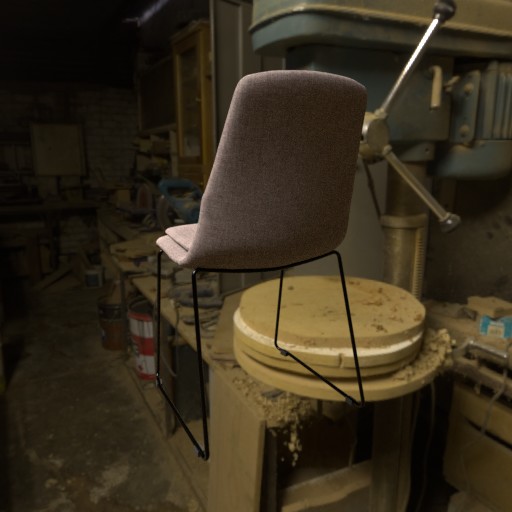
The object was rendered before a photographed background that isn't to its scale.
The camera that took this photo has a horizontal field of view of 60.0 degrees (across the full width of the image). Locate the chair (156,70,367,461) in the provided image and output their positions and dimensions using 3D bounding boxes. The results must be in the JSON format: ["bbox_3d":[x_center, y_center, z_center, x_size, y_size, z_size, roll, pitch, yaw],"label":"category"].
[{"bbox_3d":[0.000,0.000,1.191,0.479,0.858,0.518,-7,15,-27],"label":"chair"}]
